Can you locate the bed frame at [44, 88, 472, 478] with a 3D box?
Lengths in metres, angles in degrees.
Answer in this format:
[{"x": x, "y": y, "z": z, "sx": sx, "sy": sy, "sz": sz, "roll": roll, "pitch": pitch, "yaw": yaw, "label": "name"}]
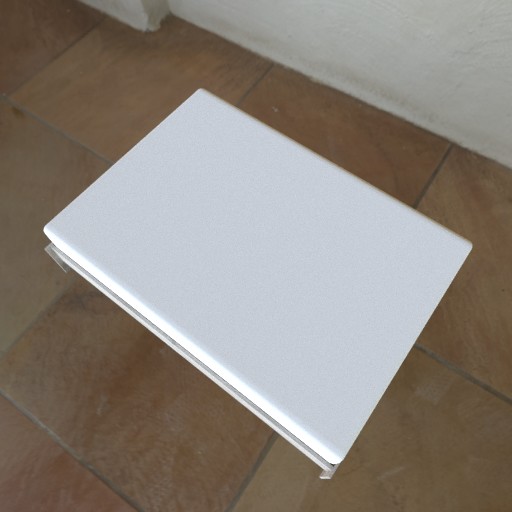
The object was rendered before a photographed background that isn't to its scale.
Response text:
[{"x": 0.000, "y": 0.000, "z": 2.592, "sx": 1.945, "sy": 0.497, "sz": 1.445, "roll": 34, "pitch": 68, "yaw": 16, "label": "bed frame"}]
